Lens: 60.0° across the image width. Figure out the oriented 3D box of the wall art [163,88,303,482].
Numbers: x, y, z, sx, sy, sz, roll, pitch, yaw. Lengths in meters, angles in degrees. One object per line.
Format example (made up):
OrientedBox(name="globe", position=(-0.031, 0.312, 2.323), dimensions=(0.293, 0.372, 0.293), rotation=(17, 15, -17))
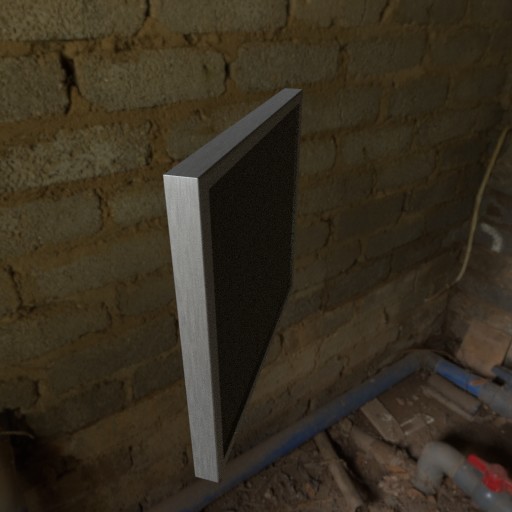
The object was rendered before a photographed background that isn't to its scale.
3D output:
OrientedBox(name="wall art", position=(0.000, 0.000, 0.541), dimensions=(0.028, 0.330, 0.380), rotation=(8, 30, 14))
